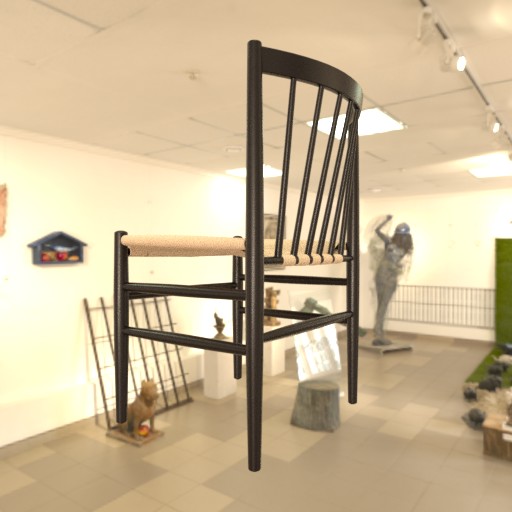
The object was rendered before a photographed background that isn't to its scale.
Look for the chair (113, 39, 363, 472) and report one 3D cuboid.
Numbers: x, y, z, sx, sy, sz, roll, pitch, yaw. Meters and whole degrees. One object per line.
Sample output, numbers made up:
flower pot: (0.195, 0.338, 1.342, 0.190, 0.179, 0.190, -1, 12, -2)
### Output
chair: (0.000, 0.000, 1.124, 0.516, 0.818, 0.495, 0, 1, 36)
